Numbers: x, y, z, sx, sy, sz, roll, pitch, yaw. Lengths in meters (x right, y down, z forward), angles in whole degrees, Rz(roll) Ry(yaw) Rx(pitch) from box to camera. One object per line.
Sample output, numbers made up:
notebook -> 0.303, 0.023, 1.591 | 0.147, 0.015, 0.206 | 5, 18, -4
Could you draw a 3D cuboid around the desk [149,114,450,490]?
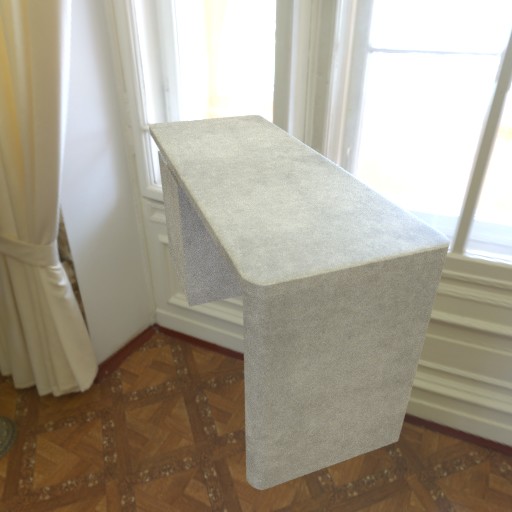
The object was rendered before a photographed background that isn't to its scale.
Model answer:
desk -> 0.000, 0.000, 1.771 | 0.550, 0.755, 1.400 | -11, 33, -17
